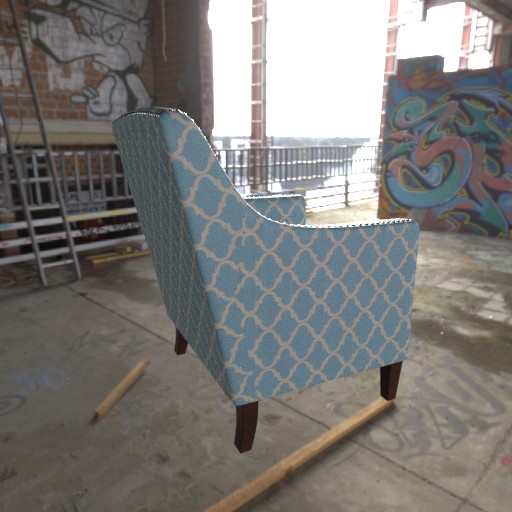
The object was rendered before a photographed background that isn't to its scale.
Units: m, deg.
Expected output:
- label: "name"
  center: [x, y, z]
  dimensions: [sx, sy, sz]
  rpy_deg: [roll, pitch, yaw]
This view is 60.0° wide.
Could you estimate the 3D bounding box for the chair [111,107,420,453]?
- label: "chair"
  center: [0.000, 0.000, 1.321]
  dimensions: [0.686, 0.817, 0.617]
  rpy_deg: [-7, 17, -25]
